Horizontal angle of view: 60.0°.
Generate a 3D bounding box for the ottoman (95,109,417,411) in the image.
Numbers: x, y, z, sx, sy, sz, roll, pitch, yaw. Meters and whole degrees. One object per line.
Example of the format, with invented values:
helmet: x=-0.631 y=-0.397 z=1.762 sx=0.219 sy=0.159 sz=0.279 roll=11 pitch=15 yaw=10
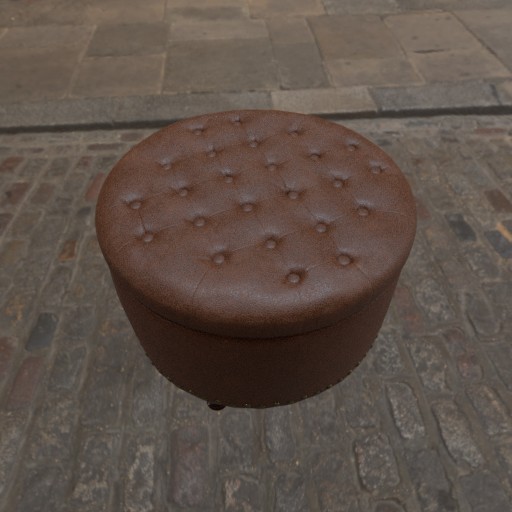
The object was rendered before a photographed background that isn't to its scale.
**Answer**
ottoman: x=0.000 y=0.000 z=1.035 sx=0.637 sy=0.442 sz=0.637 roll=0 pitch=47 yaw=0
